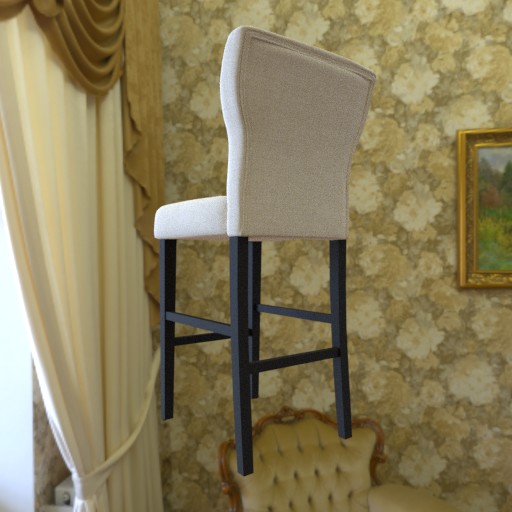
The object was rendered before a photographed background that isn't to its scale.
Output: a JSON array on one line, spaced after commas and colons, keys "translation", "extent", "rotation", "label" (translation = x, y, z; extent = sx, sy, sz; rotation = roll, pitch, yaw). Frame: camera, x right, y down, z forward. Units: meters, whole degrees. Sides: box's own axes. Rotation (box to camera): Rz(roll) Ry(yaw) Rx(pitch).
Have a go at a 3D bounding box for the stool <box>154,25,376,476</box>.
[{"translation": [0.000, 0.000, 1.423], "extent": [0.516, 1.124, 0.603], "rotation": [0, 0, -37], "label": "stool"}]
